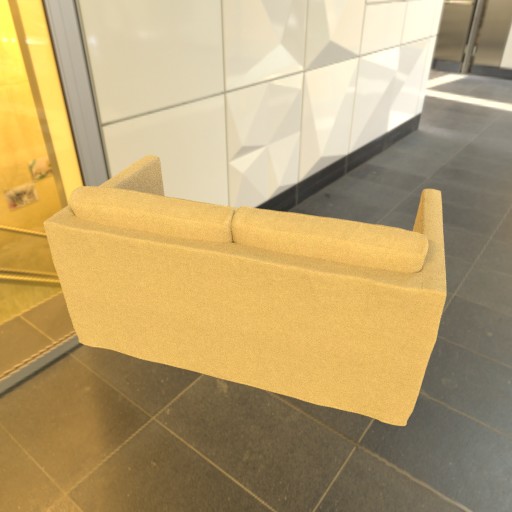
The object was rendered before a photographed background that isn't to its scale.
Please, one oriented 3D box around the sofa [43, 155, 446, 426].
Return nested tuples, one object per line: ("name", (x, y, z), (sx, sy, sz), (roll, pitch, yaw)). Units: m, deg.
("sofa", (0.000, 0.000, 2.263), (1.719, 0.835, 0.962), (10, 34, 15))
